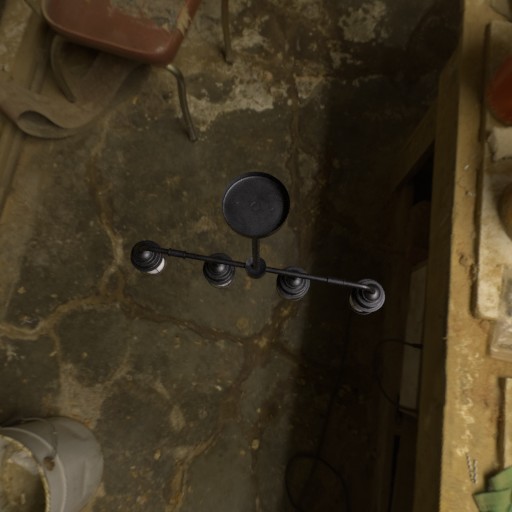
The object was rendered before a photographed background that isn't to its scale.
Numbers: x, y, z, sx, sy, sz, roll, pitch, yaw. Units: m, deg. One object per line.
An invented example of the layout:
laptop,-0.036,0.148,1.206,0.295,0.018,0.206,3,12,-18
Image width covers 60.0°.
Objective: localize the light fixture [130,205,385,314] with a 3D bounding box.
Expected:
light fixture,0.000,0.000,1.226,0.852,0.785,0.131,10,75,3
